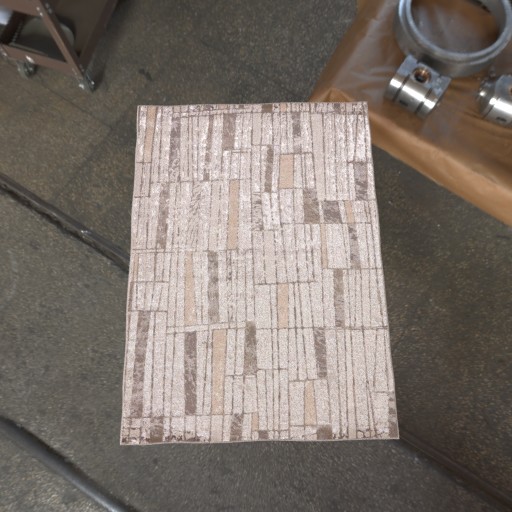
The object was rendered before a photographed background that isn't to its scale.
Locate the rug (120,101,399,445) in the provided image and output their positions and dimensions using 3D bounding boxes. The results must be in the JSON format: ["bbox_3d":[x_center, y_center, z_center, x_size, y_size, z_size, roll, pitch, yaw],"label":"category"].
[{"bbox_3d":[0.000,0.000,4.286,2.449,0.019,3.357,-1,75,0],"label":"rug"}]
